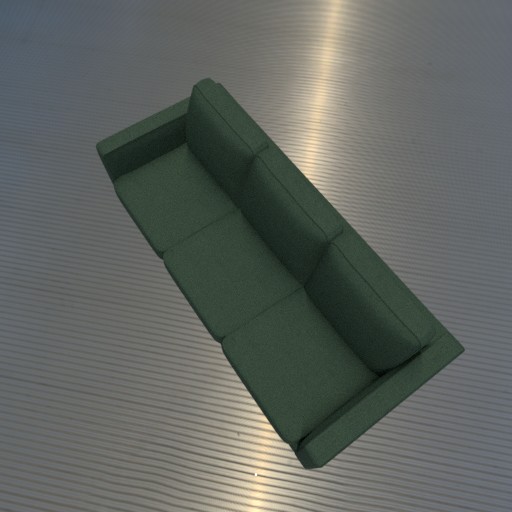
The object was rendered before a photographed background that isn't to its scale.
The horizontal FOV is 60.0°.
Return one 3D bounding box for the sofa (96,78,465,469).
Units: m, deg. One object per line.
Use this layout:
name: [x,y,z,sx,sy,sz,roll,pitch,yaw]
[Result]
sofa: [0.000,0.000,2.436,0.879,0.899,2.029,-32,68,-15]
